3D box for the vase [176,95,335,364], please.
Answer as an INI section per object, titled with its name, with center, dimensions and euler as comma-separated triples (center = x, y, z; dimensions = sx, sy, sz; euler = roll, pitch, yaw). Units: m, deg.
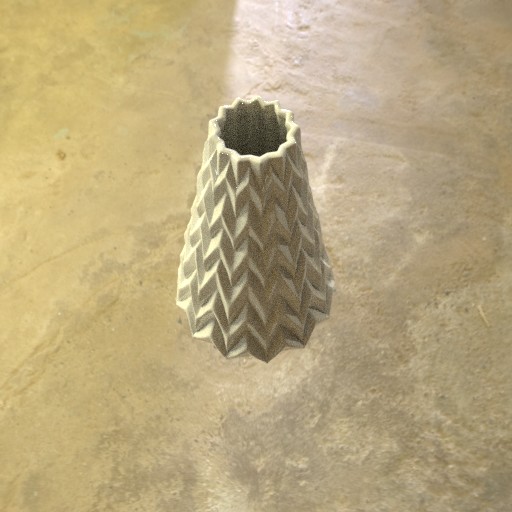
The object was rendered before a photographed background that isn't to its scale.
[vase]
center = 0.000, 0.000, 0.410
dimensions = 0.167, 0.328, 0.167
euler = 0, 62, 0
